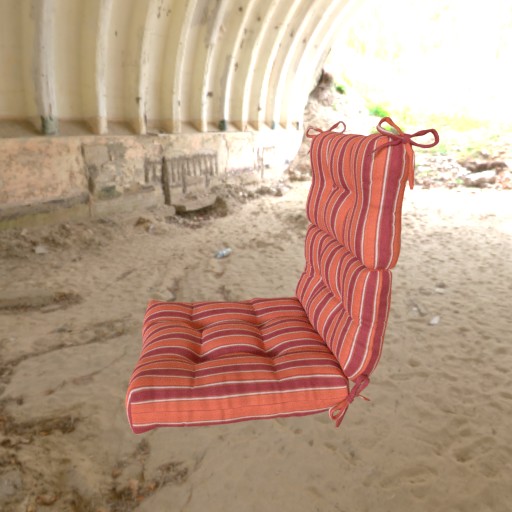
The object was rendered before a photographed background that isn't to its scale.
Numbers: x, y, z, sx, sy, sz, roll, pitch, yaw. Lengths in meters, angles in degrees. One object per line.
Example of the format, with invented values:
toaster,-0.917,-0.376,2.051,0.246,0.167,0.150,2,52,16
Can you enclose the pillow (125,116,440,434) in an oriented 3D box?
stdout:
pillow,0.000,0.000,1.020,0.571,0.605,0.519,-2,16,-8
